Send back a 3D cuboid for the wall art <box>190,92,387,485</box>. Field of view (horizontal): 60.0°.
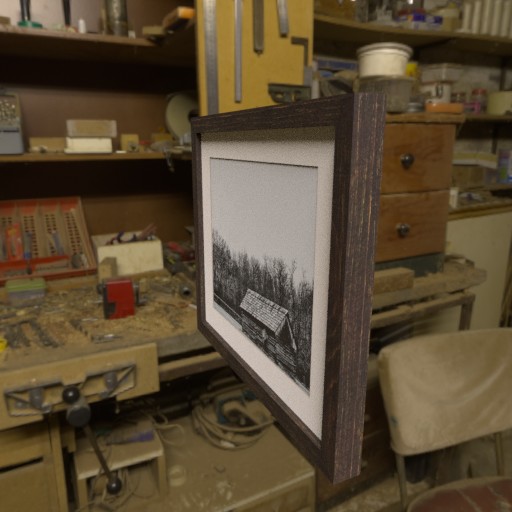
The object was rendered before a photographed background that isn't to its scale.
[{"bbox_3d":[0.000,0.000,0.527,0.031,0.330,0.381,-7,16,-25],"label":"wall art"}]
